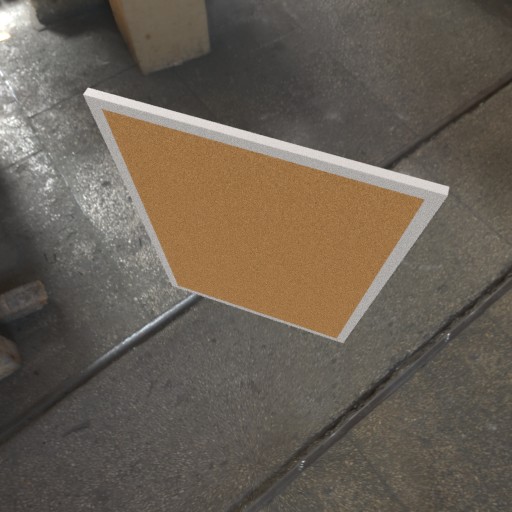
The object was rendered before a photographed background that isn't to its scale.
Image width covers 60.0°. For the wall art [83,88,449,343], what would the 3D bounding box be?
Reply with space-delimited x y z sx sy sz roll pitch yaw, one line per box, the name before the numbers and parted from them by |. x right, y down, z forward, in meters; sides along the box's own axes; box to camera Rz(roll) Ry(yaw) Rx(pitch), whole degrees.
wall art | 0.000 0.000 0.824 0.456 0.656 0.013 18 66 8
